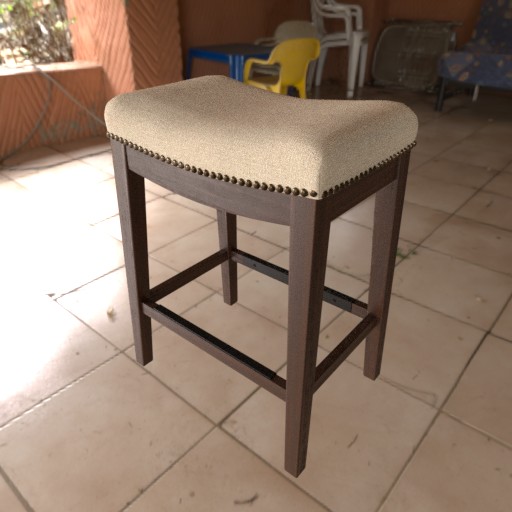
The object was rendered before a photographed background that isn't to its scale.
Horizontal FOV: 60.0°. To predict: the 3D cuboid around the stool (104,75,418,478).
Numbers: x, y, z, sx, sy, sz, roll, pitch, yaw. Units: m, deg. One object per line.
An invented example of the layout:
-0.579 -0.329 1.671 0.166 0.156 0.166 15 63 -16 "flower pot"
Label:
0.000 0.000 0.962 0.509 0.669 0.363 23 38 33 "stool"
